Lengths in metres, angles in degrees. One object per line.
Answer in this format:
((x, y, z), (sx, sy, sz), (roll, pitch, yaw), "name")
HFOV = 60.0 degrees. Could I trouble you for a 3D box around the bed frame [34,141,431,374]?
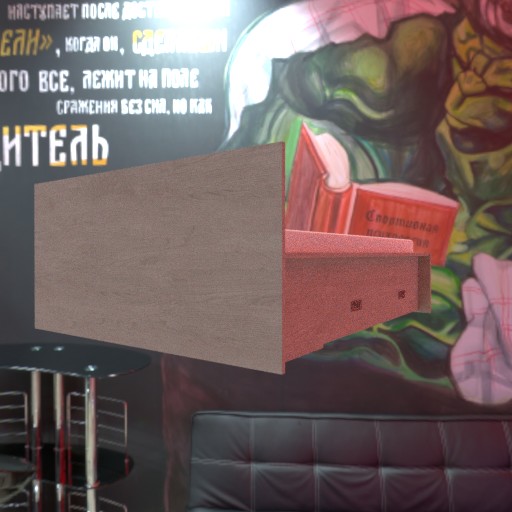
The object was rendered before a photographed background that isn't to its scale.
((0.000, 0.000, 2.787), (1.622, 0.800, 1.960), (0, 0, 36), "bed frame")
